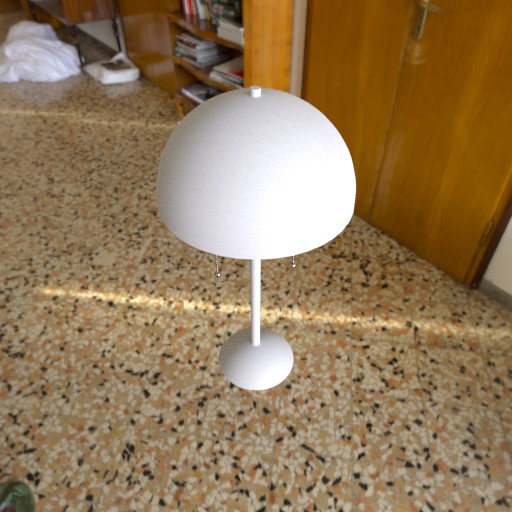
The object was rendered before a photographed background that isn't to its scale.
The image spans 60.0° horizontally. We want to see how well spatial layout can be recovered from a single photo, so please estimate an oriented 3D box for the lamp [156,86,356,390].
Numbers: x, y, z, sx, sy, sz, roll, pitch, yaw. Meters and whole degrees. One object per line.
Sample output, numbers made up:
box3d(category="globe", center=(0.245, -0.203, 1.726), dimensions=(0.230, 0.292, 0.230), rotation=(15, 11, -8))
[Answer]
box3d(category="lamp", center=(0.000, 0.000, 0.437), dimensions=(0.171, 0.330, 0.171), rotation=(0, 41, 0))
